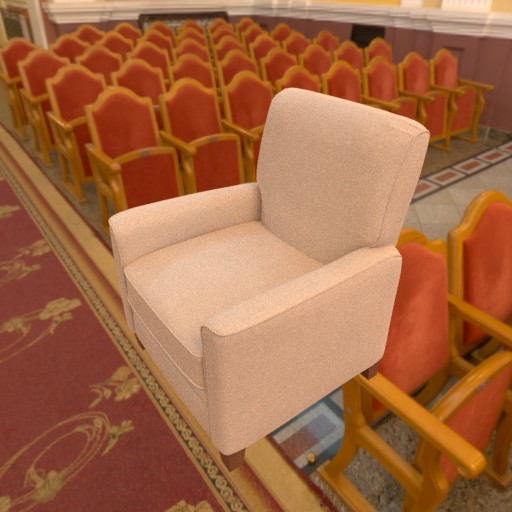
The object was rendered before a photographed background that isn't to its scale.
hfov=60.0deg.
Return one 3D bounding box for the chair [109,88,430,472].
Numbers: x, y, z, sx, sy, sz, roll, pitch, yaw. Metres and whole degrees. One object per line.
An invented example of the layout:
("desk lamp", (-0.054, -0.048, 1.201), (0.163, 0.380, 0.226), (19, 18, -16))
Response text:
("chair", (0.000, 0.000, 1.630), (0.858, 1.023, 0.841), (-21, 38, -30))
